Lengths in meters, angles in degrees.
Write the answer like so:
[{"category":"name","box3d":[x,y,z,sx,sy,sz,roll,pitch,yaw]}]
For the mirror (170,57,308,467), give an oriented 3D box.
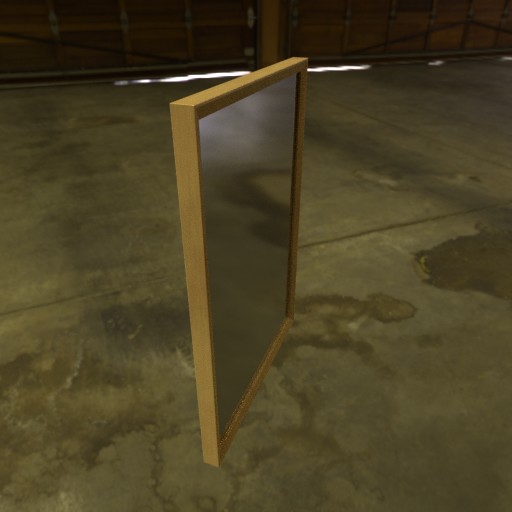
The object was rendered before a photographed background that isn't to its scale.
[{"category":"mirror","box3d":[0.000,0.000,0.927,0.039,0.710,0.507,11,32,19]}]
